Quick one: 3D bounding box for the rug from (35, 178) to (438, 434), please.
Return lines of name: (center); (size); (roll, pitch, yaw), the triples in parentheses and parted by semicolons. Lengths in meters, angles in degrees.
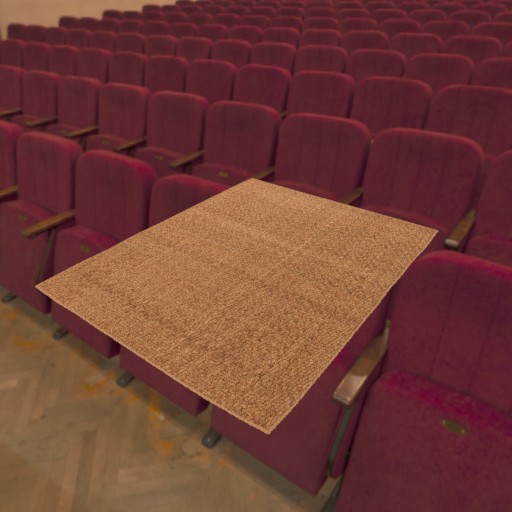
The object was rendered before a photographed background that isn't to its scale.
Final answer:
rug: (0.000, 0.000, 4.121); (2.439, 0.013, 3.048); (21, 37, 31)
